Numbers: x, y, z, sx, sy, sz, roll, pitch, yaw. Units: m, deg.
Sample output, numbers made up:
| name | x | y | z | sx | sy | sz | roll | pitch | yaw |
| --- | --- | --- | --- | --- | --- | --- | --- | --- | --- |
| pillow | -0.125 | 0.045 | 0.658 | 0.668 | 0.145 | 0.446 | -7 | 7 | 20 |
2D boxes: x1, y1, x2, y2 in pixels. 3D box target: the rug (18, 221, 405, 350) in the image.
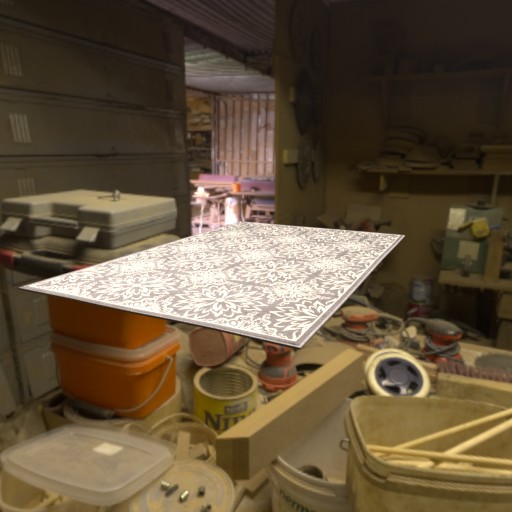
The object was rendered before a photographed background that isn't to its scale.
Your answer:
| name | x | y | z | sx | sy | sz | roll | pitch | yaw |
| --- | --- | --- | --- | --- | --- | --- | --- | --- | --- |
| rug | 0.000 | 0.000 | 2.324 | 1.224 | 0.012 | 1.847 | 7 | 15 | 26 |
